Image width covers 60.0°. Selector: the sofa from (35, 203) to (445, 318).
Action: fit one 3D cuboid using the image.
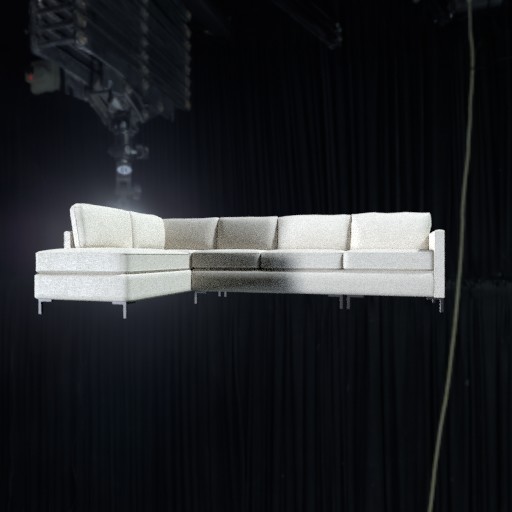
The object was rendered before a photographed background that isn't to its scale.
[{"bbox_3d":[0.000,0.000,4.271,3.384,0.996,2.048,0,0,18],"label":"sofa"}]
